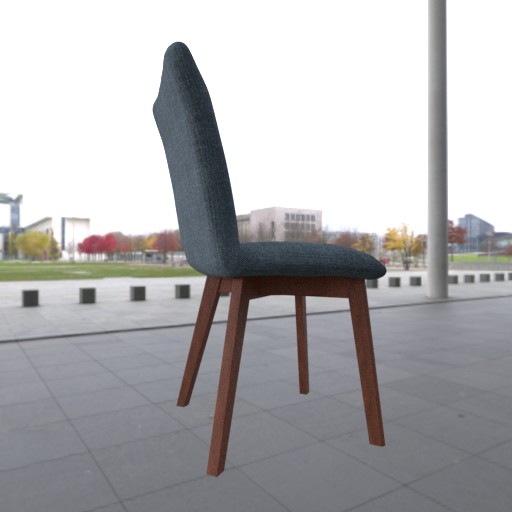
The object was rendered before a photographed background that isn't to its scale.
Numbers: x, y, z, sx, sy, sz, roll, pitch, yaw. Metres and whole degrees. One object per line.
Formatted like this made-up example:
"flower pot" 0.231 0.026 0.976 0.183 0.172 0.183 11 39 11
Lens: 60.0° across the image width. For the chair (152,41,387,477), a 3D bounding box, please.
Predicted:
"chair" 0.000 0.000 1.275 0.563 0.974 0.522 0 0 -18
